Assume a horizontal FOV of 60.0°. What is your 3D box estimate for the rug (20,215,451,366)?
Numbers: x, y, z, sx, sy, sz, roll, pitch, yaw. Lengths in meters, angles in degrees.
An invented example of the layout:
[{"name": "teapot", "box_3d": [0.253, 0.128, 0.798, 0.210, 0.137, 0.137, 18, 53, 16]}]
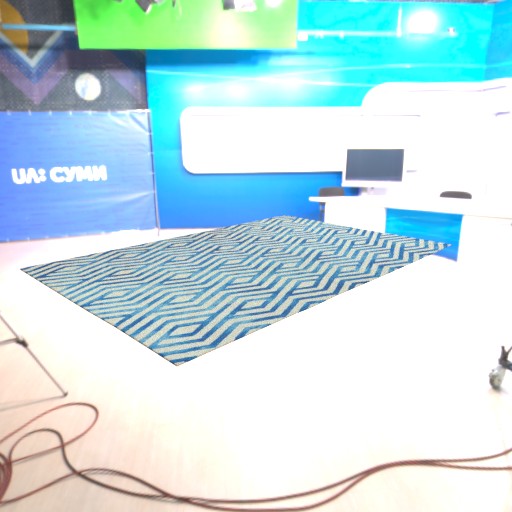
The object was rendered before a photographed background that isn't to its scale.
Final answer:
[{"name": "rug", "box_3d": [0.000, 0.000, 2.233, 1.225, 0.008, 1.830, 15, 22, 43]}]
